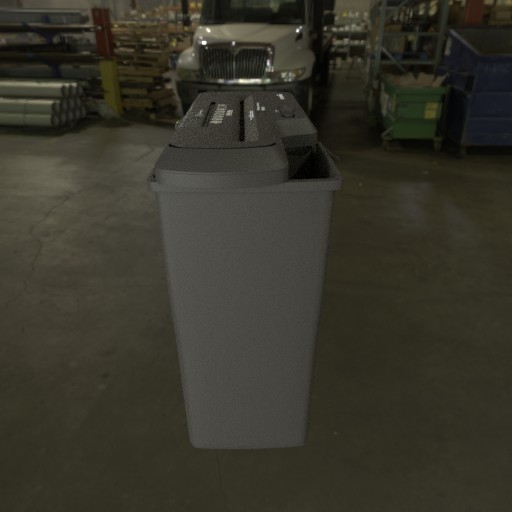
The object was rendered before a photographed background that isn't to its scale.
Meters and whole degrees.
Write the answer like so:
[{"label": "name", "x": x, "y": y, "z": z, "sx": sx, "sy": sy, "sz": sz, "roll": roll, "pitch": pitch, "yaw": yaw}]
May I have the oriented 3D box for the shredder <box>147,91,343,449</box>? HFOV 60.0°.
[{"label": "shredder", "x": 0.000, "y": 0.000, "z": 0.518, "sx": 0.170, "sy": 0.335, "sz": 0.320, "roll": -1, "pitch": 28, "yaw": -1}]
